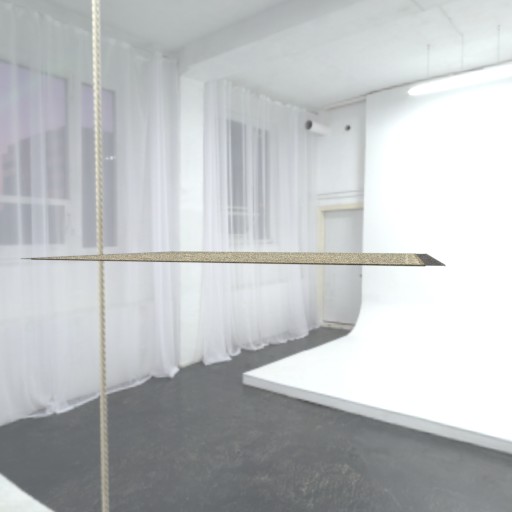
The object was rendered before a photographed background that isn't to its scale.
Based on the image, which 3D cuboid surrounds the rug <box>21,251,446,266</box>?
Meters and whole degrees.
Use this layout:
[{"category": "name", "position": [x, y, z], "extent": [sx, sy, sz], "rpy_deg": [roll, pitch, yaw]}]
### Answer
[{"category": "rug", "position": [0.000, 0.000, 4.109], "extent": [3.056, 0.010, 2.437], "rpy_deg": [1, 2, 19]}]
